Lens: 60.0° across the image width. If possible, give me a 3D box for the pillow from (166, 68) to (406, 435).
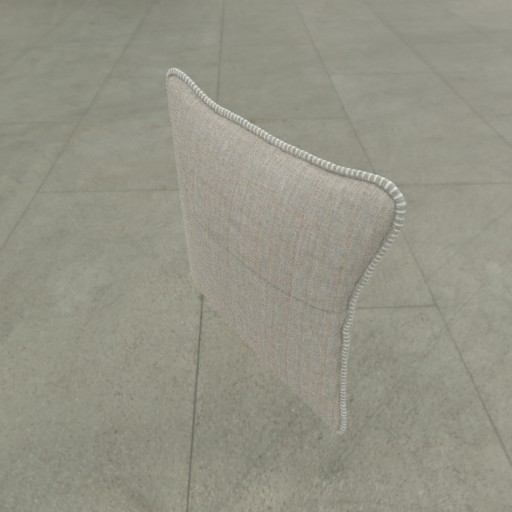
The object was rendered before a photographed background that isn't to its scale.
[{"bbox_3d":[0.000,0.000,0.730,0.124,0.494,0.485,-27,48,-27],"label":"pillow"}]
